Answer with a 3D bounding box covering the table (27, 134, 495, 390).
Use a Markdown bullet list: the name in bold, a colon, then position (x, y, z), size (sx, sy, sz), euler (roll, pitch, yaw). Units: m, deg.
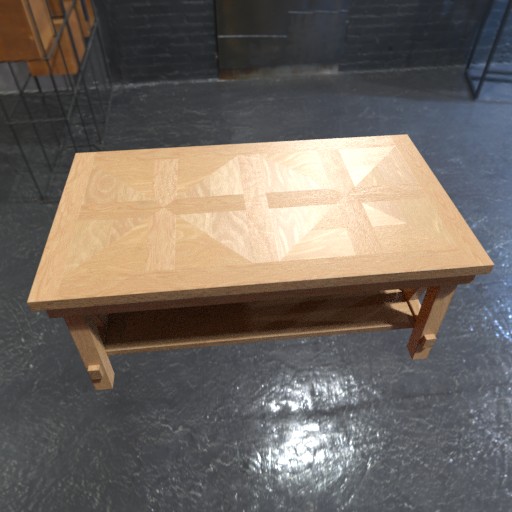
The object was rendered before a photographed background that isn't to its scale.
- **table**: position (0.000, 0.000, 1.624), size (1.270, 0.507, 0.711), euler (-4, 45, -4)
